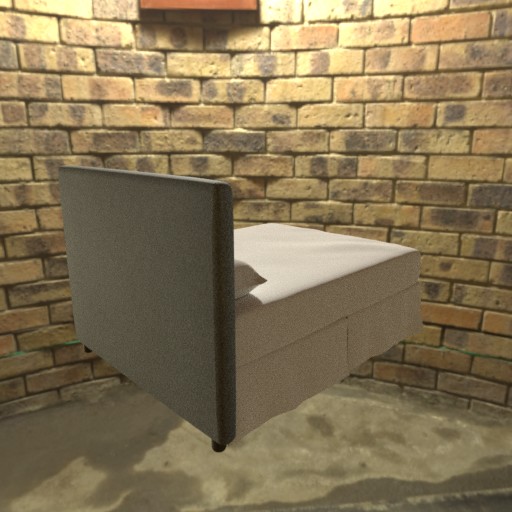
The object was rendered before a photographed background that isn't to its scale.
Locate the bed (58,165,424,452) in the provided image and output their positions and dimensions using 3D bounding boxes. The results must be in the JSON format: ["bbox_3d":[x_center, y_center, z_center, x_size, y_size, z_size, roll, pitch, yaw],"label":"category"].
[{"bbox_3d":[0.000,0.000,3.234,2.142,1.330,1.723,-14,20,-43],"label":"bed"}]
